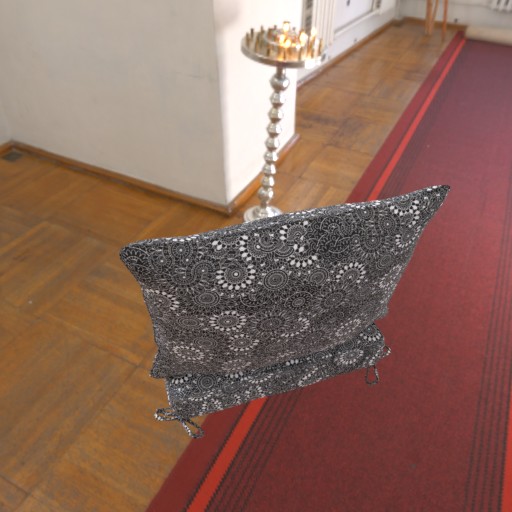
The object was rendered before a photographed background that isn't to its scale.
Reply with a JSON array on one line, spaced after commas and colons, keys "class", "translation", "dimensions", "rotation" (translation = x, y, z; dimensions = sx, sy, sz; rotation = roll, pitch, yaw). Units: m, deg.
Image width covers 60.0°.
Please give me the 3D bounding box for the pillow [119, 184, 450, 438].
[{"class": "pillow", "translation": [0.000, 0.000, 1.384], "dimensions": [0.798, 0.722, 0.740], "rotation": [-12, 43, -13]}]
